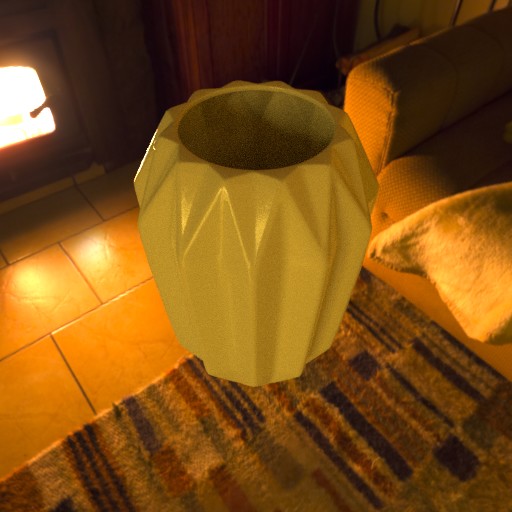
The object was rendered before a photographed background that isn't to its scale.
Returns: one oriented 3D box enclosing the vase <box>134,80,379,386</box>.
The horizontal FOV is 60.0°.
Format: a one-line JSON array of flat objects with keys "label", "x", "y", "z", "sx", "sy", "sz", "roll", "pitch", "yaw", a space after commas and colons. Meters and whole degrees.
[{"label": "vase", "x": 0.000, "y": 0.000, "z": 0.411, "sx": 0.195, "sy": 0.275, "sz": 0.195, "roll": 0, "pitch": 47, "yaw": 0}]
